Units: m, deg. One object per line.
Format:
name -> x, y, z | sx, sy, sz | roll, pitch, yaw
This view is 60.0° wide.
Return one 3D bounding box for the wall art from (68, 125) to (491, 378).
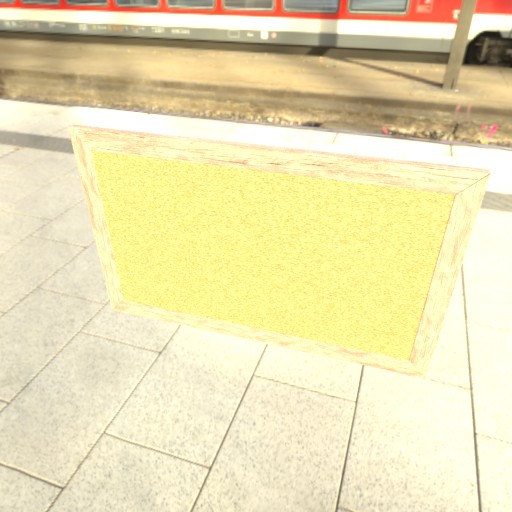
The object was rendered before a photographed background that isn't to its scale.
wall art -> 0.000, 0.000, 0.935 | 0.780, 0.480, 0.021 | 10, 35, 14
